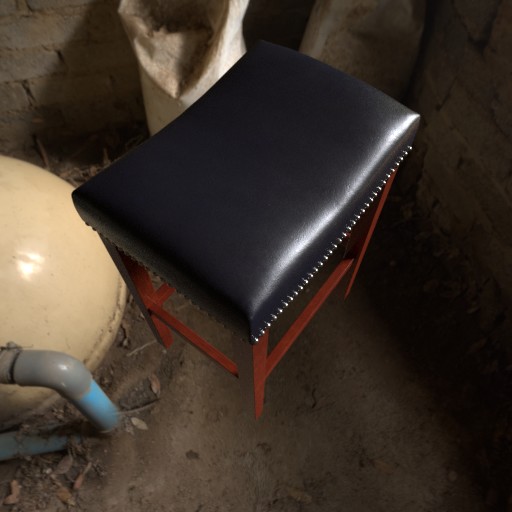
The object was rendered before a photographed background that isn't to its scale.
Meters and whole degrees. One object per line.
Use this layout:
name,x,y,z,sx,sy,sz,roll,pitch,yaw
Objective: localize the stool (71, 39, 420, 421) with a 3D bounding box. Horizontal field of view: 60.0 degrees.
stool,0.000,0.000,1.028,0.372,0.742,0.504,34,65,18
